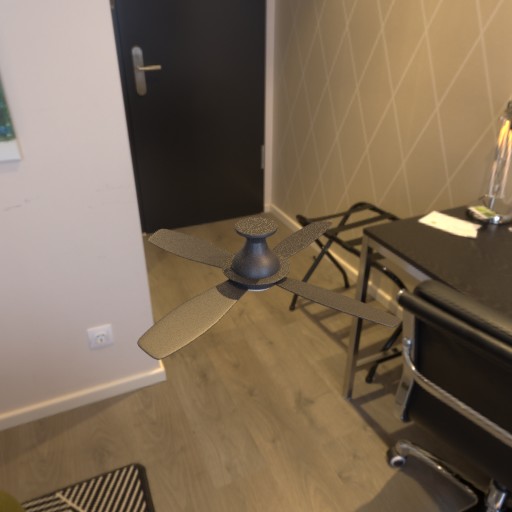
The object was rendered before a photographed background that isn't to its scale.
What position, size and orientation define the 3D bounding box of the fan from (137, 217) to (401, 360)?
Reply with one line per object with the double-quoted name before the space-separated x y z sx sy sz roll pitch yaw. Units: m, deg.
"fan" 0.000 0.000 2.521 1.694 0.382 1.694 19 34 30
